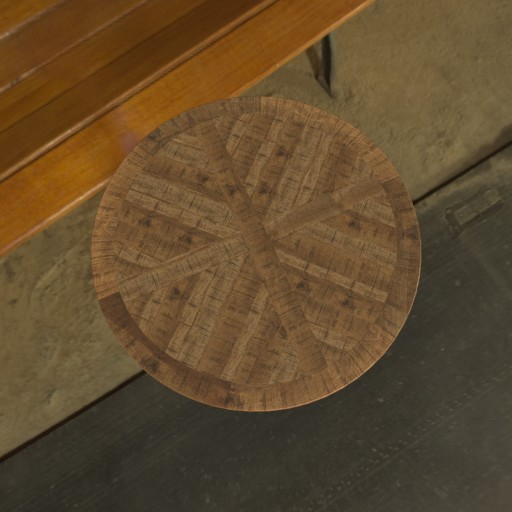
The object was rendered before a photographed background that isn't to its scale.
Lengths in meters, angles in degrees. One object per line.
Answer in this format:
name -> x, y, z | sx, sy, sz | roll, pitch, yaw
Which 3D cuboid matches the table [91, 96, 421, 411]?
table -> 0.000, 0.000, 1.949 | 1.264, 0.516, 1.264 | 0, 74, 0
